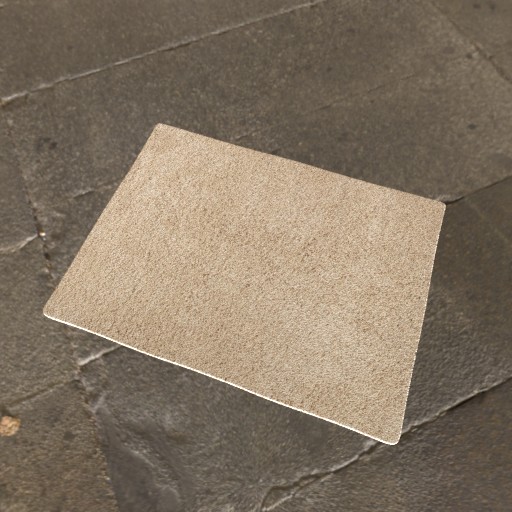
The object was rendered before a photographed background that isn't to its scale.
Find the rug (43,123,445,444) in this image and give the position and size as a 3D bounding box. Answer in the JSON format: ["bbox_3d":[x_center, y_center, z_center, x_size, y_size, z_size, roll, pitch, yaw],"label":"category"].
[{"bbox_3d":[0.000,0.000,2.102,1.600,0.025,1.199,18,64,9],"label":"rug"}]
